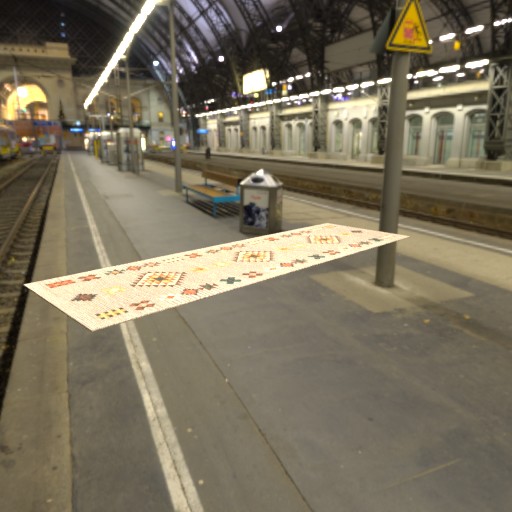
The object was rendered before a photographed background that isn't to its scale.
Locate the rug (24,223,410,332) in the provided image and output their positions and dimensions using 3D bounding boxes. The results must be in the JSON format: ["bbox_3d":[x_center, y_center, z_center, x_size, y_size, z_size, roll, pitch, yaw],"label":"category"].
[{"bbox_3d":[0.000,0.000,2.724,2.432,0.008,0.766,-14,20,-42],"label":"rug"}]
